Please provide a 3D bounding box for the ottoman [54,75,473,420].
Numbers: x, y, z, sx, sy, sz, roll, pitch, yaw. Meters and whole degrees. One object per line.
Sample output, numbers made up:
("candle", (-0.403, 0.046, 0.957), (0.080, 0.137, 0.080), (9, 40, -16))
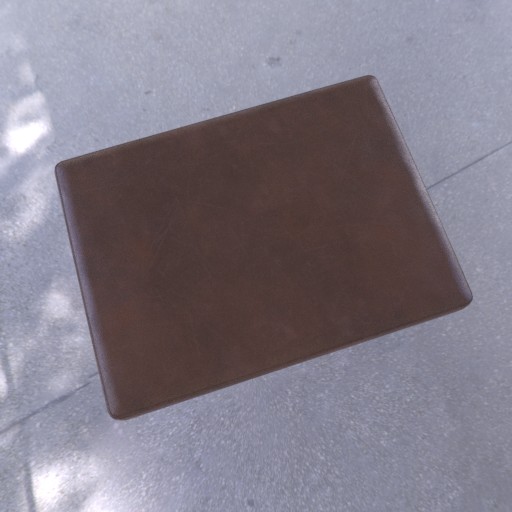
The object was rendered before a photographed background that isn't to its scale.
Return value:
("ottoman", (0.000, 0.000, 1.176), (0.795, 0.509, 0.588), (-17, 76, -4))
